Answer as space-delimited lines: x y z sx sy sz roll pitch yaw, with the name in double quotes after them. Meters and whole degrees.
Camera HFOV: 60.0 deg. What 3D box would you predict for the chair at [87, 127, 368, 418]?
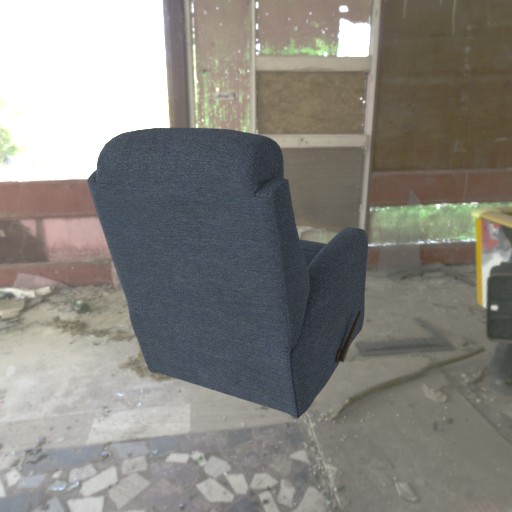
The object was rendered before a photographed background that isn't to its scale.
0.000 0.000 1.798 0.798 1.013 1.043 9 19 26 "chair"
